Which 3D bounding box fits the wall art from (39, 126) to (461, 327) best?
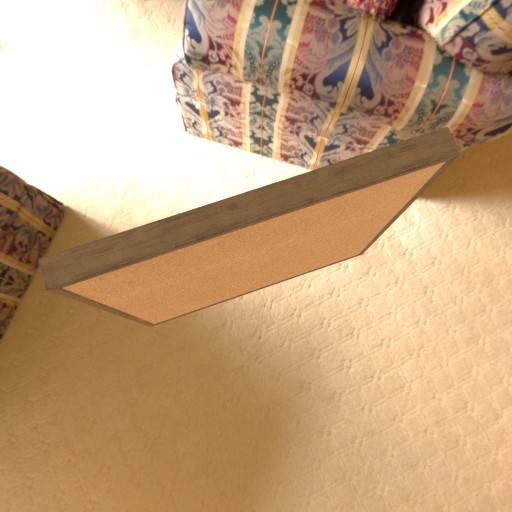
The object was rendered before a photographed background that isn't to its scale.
[{"bbox_3d":[0.000,0.000,0.764,0.508,0.508,0.038,-19,77,-4],"label":"wall art"}]
